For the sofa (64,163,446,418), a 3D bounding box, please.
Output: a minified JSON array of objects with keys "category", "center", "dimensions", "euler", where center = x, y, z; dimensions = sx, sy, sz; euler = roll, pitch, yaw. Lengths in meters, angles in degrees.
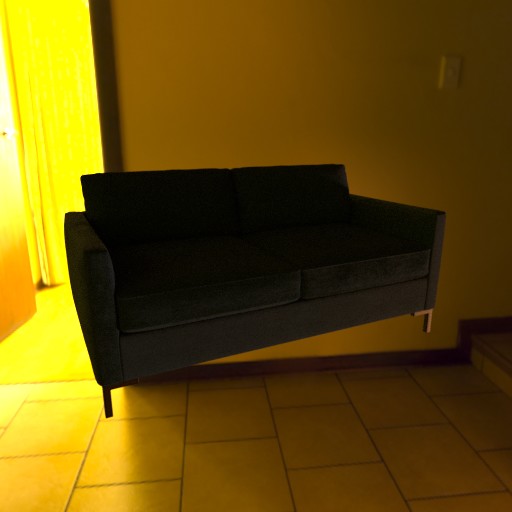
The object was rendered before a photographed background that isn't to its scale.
[{"category":"sofa","center":[0.000,0.000,2.178],"dimensions":[1.676,0.817,0.875],"euler":[-8,17,-25]}]
